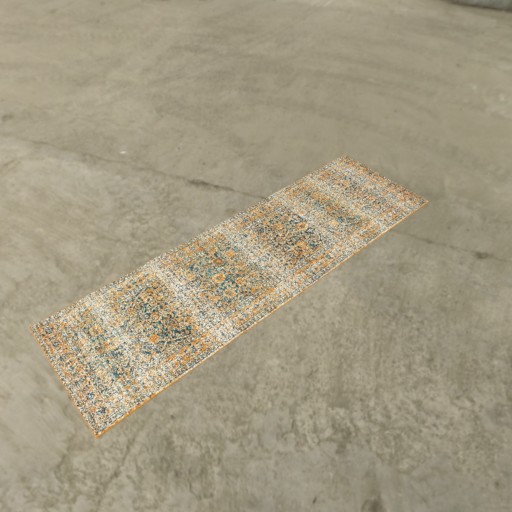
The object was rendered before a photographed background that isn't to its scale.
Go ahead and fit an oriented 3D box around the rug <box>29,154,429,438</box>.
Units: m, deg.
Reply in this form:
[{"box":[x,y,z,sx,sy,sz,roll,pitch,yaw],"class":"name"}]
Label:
[{"box":[0.000,0.000,2.475,2.294,0.014,0.704,-32,54,-27],"class":"rug"}]
